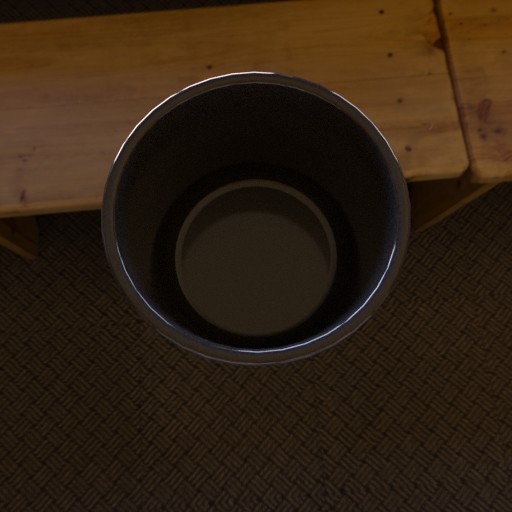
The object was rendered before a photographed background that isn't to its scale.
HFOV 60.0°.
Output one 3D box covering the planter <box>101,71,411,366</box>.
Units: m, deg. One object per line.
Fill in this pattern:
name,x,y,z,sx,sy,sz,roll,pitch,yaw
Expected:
planter,0.000,0.000,0.269,0.129,0.177,0.129,0,76,0
